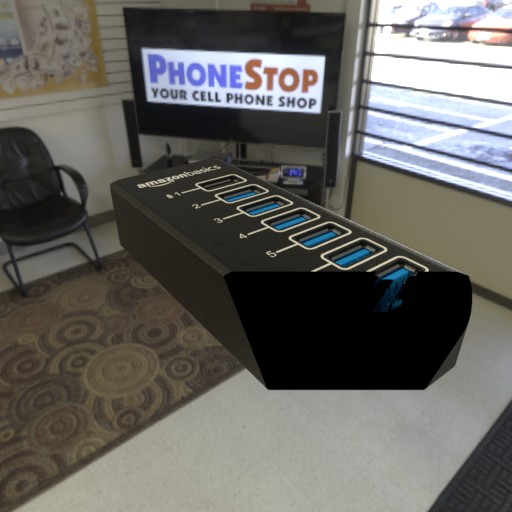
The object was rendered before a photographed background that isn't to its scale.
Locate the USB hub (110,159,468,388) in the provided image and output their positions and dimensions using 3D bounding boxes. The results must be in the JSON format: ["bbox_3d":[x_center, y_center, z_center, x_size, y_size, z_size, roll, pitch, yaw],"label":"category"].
[{"bbox_3d":[0.000,0.000,0.129,0.044,0.023,0.110,-21,37,-31],"label":"USB hub"}]
